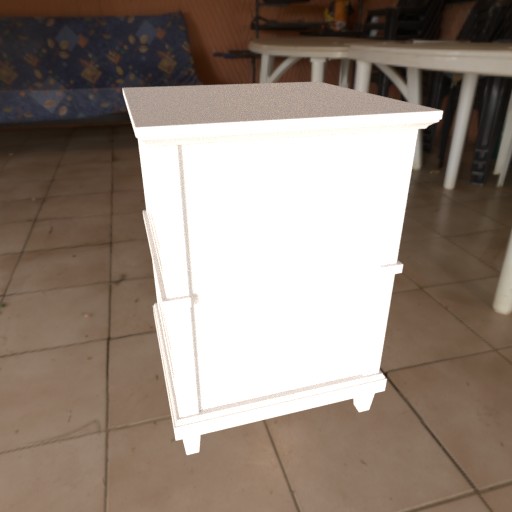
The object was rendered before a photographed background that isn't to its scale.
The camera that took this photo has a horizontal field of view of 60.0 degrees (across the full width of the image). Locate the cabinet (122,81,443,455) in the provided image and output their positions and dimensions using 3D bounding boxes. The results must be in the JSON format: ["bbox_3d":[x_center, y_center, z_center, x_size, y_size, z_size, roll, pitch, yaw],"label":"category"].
[{"bbox_3d":[0.000,0.000,1.140,0.544,0.775,0.547,-8,28,-15],"label":"cabinet"}]
